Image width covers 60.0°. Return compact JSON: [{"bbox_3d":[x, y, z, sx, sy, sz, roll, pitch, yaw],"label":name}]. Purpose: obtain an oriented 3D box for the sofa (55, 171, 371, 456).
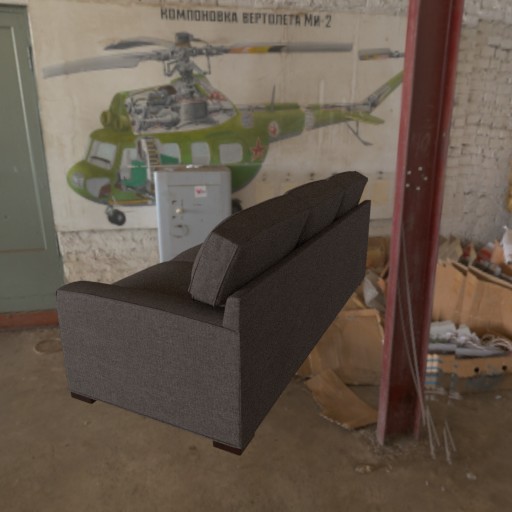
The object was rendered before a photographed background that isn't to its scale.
[{"bbox_3d":[0.000,0.000,2.921,1.004,0.978,2.369,8,19,24],"label":"sofa"}]
